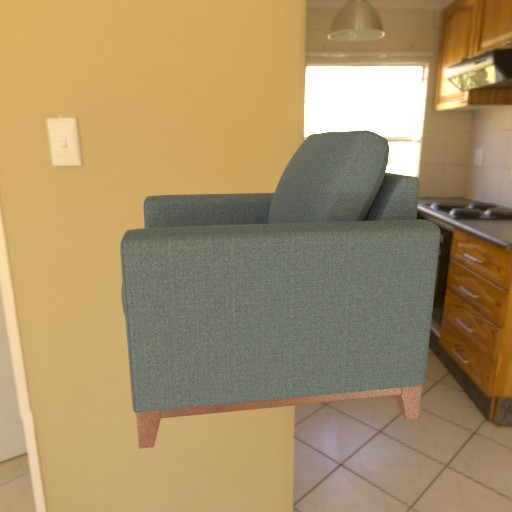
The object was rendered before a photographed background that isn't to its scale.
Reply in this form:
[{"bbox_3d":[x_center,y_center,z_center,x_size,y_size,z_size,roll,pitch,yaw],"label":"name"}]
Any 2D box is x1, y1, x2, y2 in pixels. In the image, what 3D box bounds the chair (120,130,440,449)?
[{"bbox_3d":[0.000,0.000,1.864,1.038,1.010,1.024,-2,15,-9],"label":"chair"}]
